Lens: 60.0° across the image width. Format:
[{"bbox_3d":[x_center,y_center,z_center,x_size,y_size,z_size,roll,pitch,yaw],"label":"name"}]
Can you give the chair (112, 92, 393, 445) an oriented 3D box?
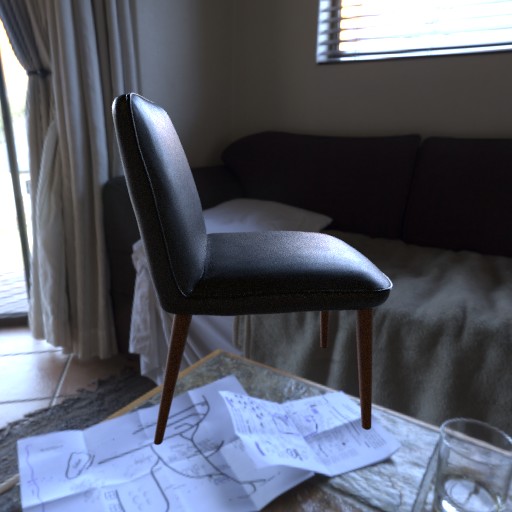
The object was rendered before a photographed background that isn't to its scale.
[{"bbox_3d":[0.000,0.000,1.204,0.645,0.801,0.543,-3,16,-10],"label":"chair"}]
